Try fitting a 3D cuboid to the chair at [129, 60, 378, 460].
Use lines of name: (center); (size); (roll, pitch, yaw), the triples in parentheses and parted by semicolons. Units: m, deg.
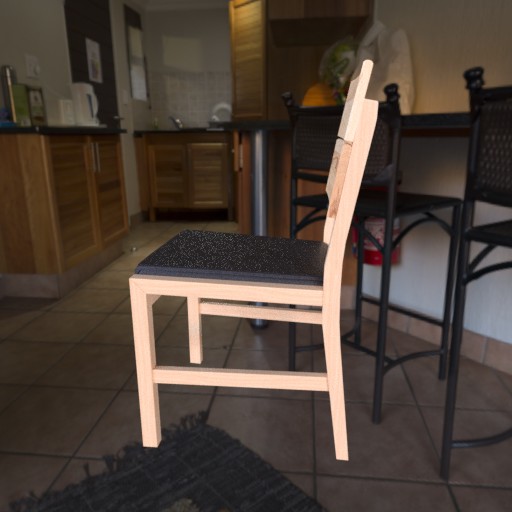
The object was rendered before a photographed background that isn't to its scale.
chair: (0.000, 0.000, 1.243); (0.560, 0.950, 0.475); (2, 17, 8)
